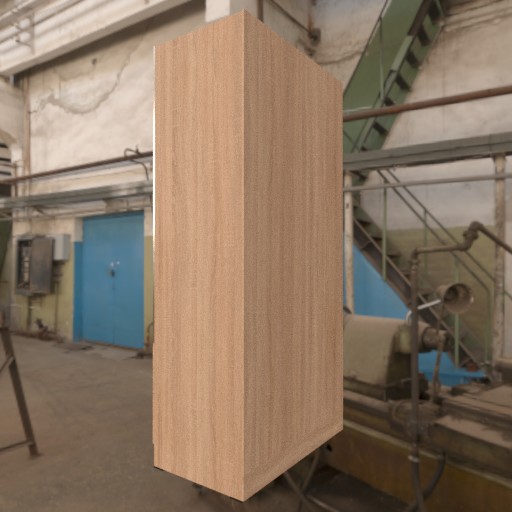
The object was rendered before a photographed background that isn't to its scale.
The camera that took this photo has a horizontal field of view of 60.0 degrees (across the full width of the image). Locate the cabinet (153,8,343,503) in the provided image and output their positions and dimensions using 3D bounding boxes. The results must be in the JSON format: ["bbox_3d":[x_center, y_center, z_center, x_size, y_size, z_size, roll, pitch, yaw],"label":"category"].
[{"bbox_3d":[0.000,0.000,2.475,0.590,2.121,1.001,0,-1,36],"label":"cabinet"}]
